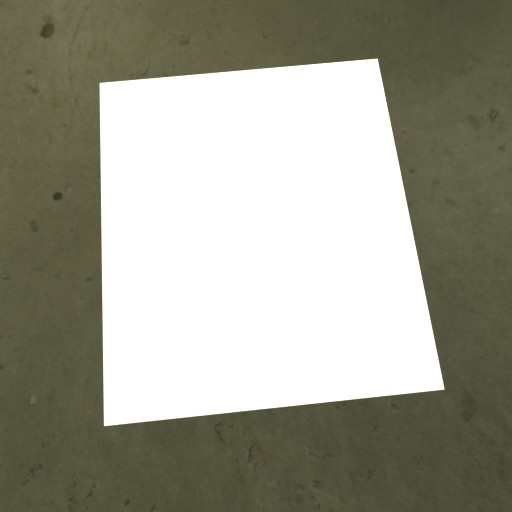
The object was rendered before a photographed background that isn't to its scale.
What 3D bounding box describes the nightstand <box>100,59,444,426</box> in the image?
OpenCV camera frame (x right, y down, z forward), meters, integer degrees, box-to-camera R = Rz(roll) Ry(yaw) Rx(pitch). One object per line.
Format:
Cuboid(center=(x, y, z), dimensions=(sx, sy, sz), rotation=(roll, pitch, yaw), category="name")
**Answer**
Cuboid(center=(0.000, 0.000, 0.757), dimensions=(0.408, 0.351, 0.470), rotation=(-6, 75, -1), category="nightstand")
